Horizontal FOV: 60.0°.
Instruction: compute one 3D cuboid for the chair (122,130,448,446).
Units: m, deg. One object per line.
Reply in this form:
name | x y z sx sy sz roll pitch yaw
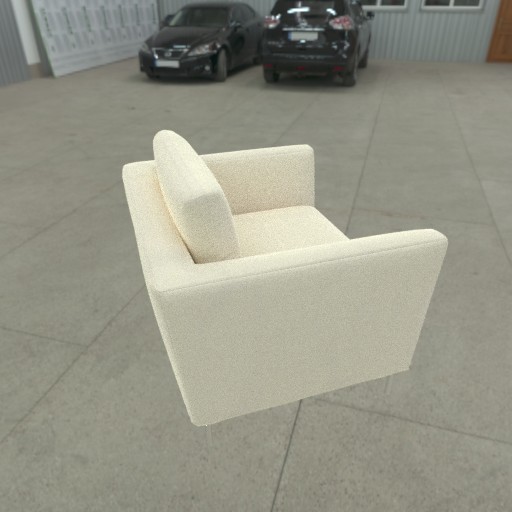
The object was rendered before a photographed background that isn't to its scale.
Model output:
chair | 0.000 0.000 1.739 0.889 0.865 1.041 -10 32 -16
